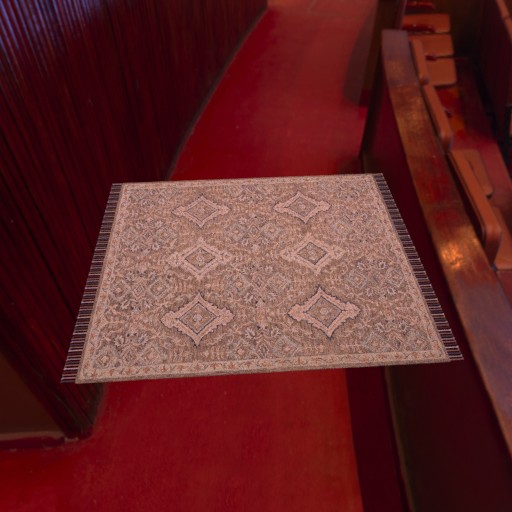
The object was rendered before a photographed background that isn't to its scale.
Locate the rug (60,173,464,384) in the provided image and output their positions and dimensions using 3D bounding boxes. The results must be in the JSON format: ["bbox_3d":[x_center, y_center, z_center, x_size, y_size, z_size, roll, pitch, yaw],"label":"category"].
[{"bbox_3d":[0.000,0.000,4.181,3.056,0.010,2.437,-3,46,-3],"label":"rug"}]
